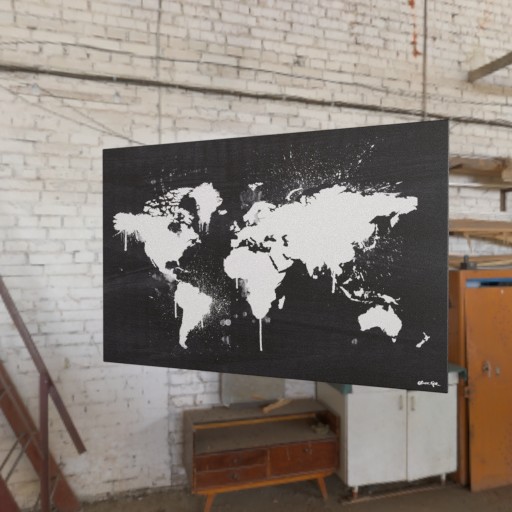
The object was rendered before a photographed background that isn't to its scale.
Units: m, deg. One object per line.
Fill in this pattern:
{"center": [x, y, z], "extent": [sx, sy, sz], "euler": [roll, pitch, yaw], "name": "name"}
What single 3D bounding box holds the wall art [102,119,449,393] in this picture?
{"center": [0.000, 0.000, 1.142], "extent": [0.912, 0.612, 0.038], "euler": [0, 1, 18], "name": "wall art"}
